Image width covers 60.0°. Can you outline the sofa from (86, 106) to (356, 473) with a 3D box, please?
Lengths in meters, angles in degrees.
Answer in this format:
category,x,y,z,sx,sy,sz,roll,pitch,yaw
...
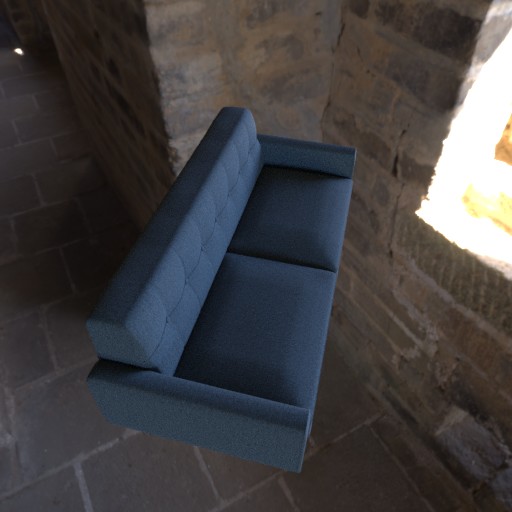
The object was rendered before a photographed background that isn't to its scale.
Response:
category,x,y,z,sx,sy,sz,roll,pitch,yaw
sofa,0.000,0.000,2.534,0.942,0.884,2.055,10,46,10
